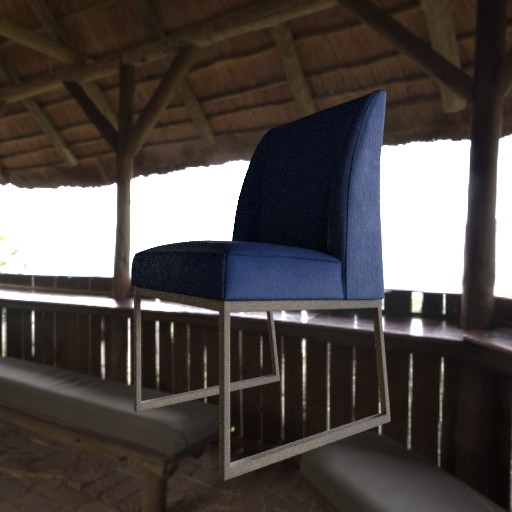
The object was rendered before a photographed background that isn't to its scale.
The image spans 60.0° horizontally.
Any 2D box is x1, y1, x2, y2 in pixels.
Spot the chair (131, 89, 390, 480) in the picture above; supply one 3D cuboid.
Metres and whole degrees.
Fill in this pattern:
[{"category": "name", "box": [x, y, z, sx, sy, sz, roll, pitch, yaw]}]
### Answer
[{"category": "chair", "box": [0.000, 0.000, 1.188, 0.522, 0.863, 0.508, 0, 1, -36]}]
